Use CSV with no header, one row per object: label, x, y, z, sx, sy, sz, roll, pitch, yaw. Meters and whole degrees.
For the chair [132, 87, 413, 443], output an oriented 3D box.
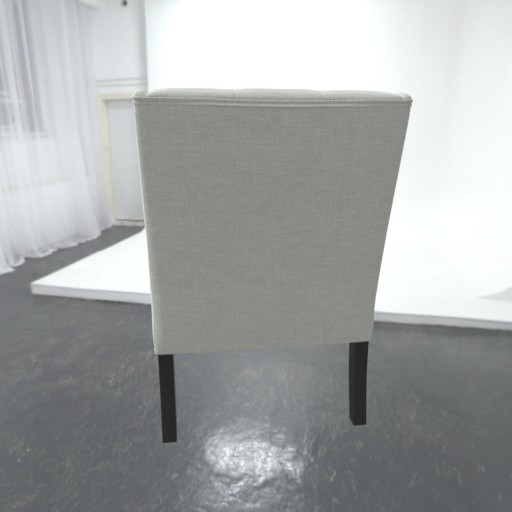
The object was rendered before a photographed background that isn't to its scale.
chair,0.000,0.000,1.274,0.569,0.853,0.676,-2,16,-8
